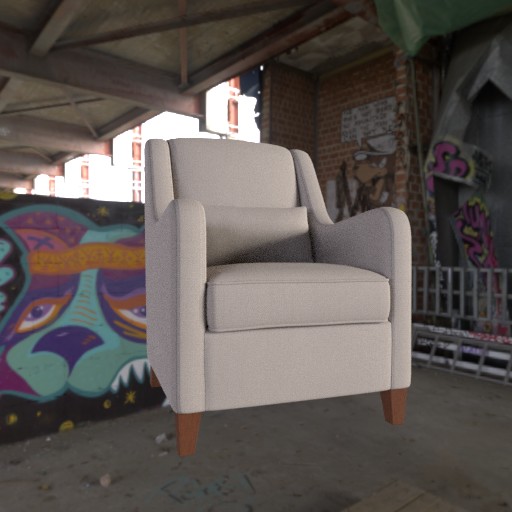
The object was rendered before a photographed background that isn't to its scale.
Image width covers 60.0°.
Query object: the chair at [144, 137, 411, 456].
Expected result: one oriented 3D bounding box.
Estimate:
[{"bbox_3d":[0.000,0.000,1.589,0.715,1.010,0.863,0,0,-19],"label":"chair"}]
